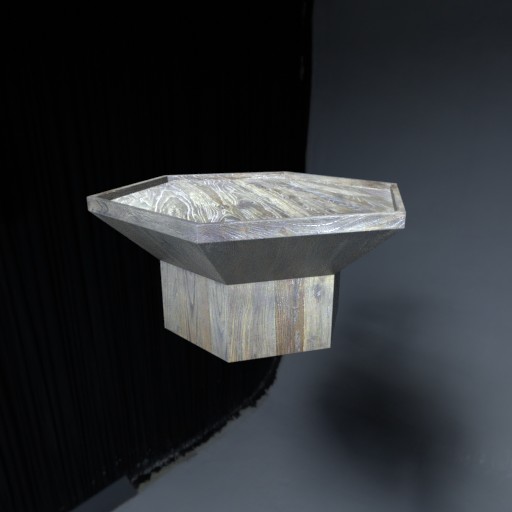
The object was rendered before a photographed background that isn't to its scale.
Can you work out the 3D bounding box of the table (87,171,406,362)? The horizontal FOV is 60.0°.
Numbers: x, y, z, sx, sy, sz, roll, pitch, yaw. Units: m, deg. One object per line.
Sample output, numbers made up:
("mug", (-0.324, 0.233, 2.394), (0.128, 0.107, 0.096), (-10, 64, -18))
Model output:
("table", (0.000, 0.000, 1.622), (1.115, 0.488, 0.966), (16, 24, 42))
